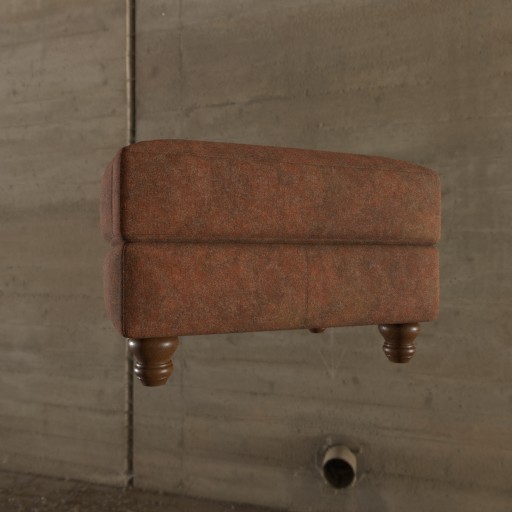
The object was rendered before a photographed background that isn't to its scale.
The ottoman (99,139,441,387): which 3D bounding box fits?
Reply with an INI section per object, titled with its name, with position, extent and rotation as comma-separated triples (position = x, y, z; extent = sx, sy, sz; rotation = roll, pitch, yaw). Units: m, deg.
[ottoman]
position = 0.000, 0.000, 1.182
extent = 0.787, 0.508, 0.635
rotation = 0, 0, -19
